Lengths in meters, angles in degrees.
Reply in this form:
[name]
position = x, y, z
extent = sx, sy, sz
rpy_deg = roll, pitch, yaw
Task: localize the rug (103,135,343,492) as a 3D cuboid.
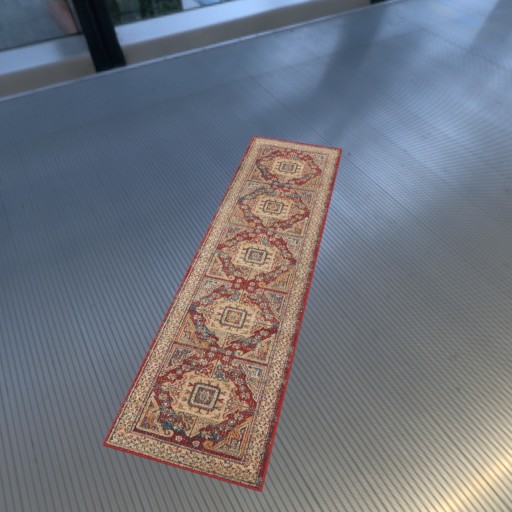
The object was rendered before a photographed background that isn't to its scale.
[rug]
position = 0.000, 0.000, 2.457
extent = 0.659, 0.015, 2.292
rpy_deg = 11, 49, 10
